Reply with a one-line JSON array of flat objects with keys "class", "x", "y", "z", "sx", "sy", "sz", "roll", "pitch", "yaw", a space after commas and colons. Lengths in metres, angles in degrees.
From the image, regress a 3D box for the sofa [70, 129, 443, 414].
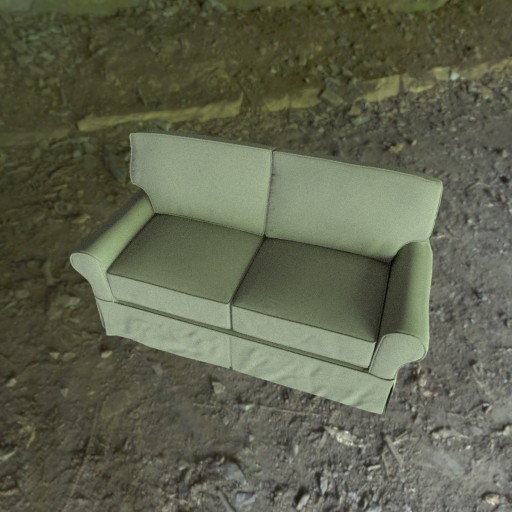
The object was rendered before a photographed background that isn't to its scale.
[{"class": "sofa", "x": 0.000, "y": 0.000, "z": 2.402, "sx": 1.823, "sy": 1.024, "sz": 0.841, "roll": 13, "pitch": 43, "yaw": 14}]
